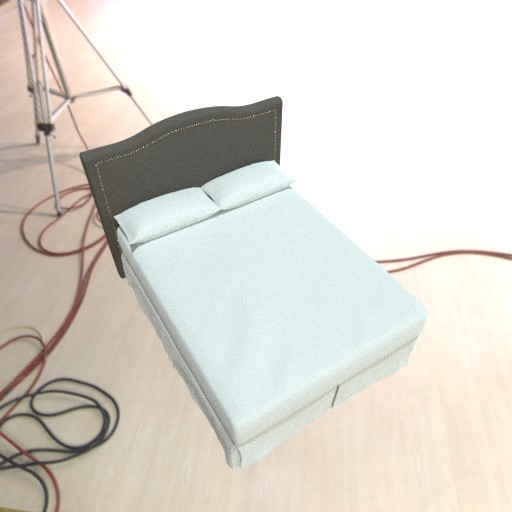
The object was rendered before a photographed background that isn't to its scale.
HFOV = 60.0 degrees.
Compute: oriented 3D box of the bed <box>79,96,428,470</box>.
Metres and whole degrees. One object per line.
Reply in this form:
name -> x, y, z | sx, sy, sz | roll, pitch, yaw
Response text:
bed -> 0.000, 0.000, 3.201 | 1.666, 1.387, 2.036 | -24, 50, -22
